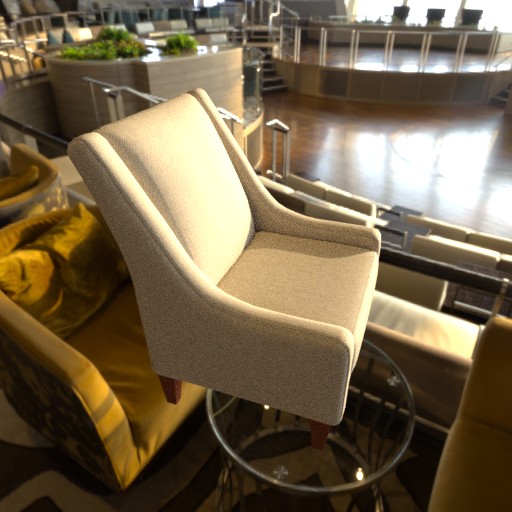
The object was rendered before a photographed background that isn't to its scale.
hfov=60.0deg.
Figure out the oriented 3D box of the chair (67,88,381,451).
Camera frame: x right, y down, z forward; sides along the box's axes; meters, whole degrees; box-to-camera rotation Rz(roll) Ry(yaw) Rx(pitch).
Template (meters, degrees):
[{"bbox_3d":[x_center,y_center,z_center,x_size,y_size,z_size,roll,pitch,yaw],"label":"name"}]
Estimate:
[{"bbox_3d":[0.000,0.000,1.649,0.870,1.014,0.774,11,33,17],"label":"chair"}]
